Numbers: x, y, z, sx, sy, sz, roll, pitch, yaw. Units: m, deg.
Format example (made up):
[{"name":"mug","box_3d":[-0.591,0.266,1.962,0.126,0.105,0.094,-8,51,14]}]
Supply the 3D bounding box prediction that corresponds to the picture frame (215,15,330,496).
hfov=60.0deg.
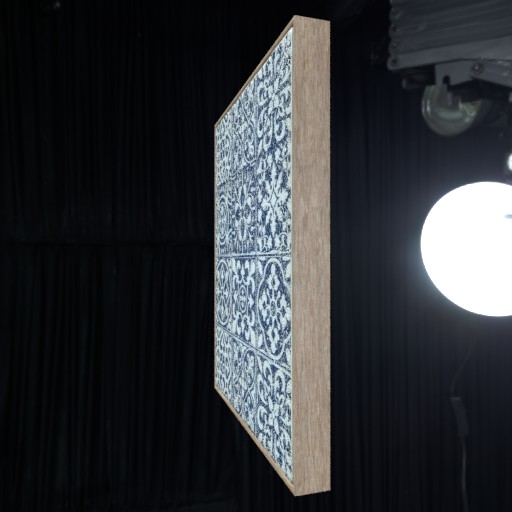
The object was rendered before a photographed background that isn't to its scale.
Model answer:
[{"name":"picture frame","box_3d":[0.000,0.000,0.694,0.043,0.526,0.424,0,0,-17]}]
